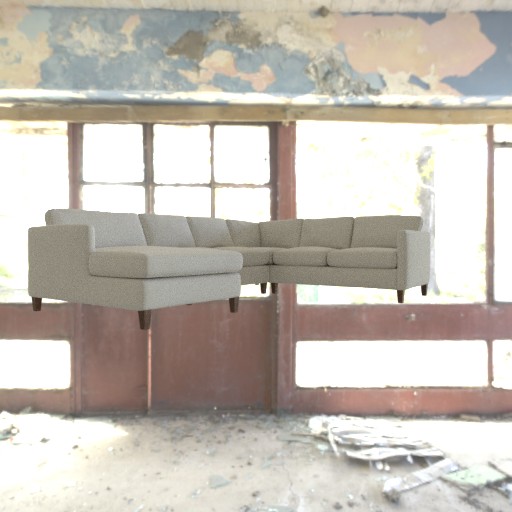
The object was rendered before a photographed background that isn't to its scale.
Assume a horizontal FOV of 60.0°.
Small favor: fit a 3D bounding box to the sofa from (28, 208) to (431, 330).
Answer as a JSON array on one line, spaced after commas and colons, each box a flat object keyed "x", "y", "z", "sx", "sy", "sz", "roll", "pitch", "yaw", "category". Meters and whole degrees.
[{"x": 0.000, "y": 0.000, "z": 4.549, "sx": 2.593, "sy": 0.956, "sz": 3.459, "roll": 1, "pitch": 2, "yaw": 36, "category": "sofa"}]
